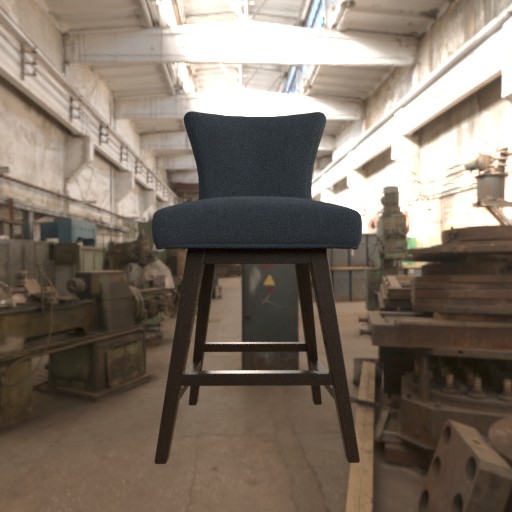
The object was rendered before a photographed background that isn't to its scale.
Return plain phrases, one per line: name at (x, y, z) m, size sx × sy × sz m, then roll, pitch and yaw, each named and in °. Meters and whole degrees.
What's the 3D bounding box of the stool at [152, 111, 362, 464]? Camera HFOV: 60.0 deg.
stool at (0.000, 0.000, 1.334) m, size 0.514 × 1.000 × 0.574 m, roll 0°, pitch 1°, yaw -1°
